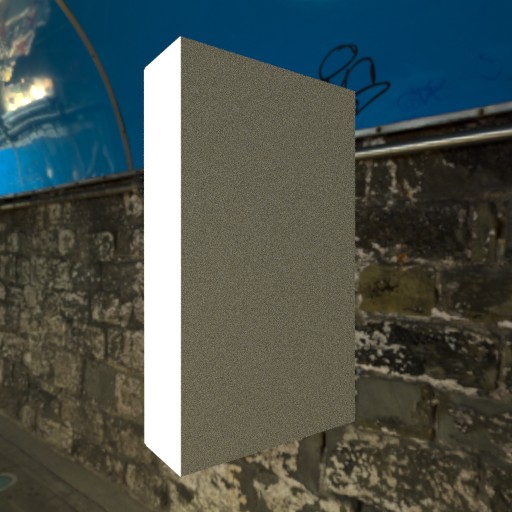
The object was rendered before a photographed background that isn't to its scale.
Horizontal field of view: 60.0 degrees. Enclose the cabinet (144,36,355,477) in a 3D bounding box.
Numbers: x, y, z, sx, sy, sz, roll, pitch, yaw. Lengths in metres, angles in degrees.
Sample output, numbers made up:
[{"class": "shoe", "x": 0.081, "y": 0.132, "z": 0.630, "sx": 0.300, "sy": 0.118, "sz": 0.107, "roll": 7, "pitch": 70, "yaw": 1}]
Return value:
[{"class": "cabinet", "x": 0.000, "y": 0.000, "z": 2.723, "sx": 1.250, "sy": 2.160, "sz": 0.480, "roll": 0, "pitch": 0, "yaw": -36}]
